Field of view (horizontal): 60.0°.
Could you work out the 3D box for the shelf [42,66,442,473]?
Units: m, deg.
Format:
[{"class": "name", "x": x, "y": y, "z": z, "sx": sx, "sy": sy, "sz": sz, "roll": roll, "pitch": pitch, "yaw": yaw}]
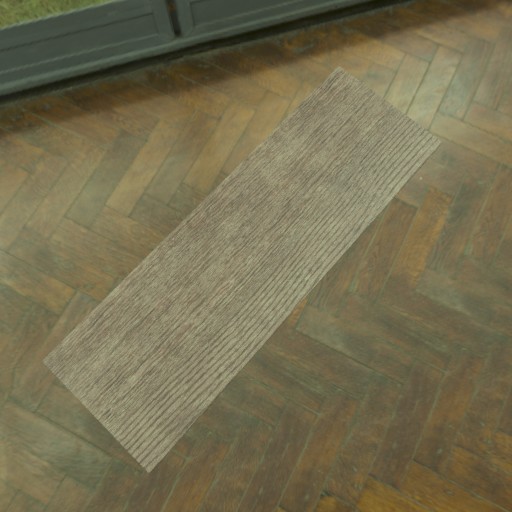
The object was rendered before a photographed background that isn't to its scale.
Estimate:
[{"class": "shelf", "x": 0.000, "y": 0.000, "z": 0.679, "sx": 0.200, "sy": 0.125, "sz": 0.610, "roll": 41, "pitch": 78, "yaw": 10}]
